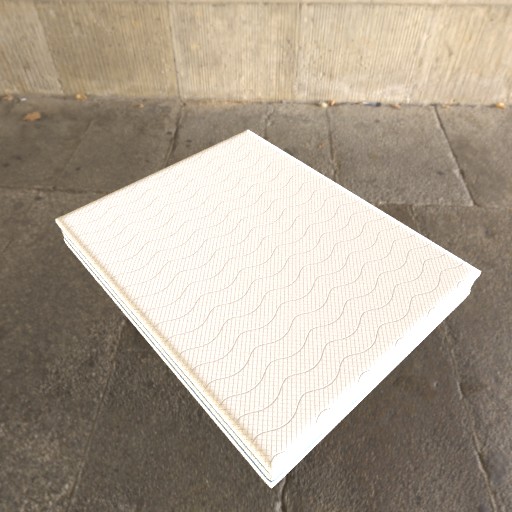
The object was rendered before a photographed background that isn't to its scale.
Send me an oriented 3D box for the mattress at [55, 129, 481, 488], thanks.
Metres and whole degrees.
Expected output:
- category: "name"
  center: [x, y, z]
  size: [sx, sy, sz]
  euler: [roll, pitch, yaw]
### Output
- category: "mattress"
  center: [0.000, 0.000, 2.701]
  size: [1.600, 0.230, 2.000]
  euler: [-33, 55, -27]
